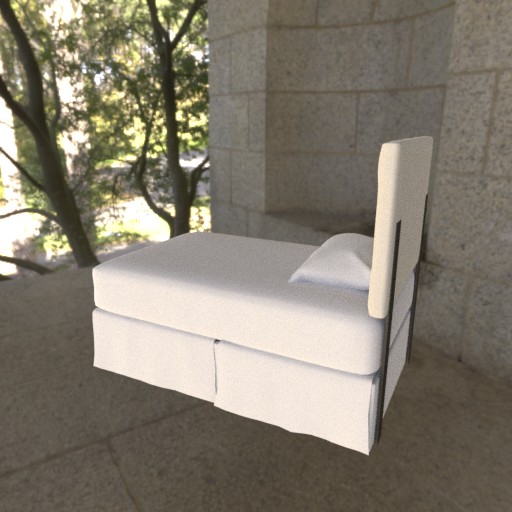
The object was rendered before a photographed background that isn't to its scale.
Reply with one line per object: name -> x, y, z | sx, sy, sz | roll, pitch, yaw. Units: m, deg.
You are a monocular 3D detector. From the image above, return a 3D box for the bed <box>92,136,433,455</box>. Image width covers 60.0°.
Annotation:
bed -> 0.000, 0.000, 3.002 | 1.997, 1.571, 1.261 | 8, 18, 26
